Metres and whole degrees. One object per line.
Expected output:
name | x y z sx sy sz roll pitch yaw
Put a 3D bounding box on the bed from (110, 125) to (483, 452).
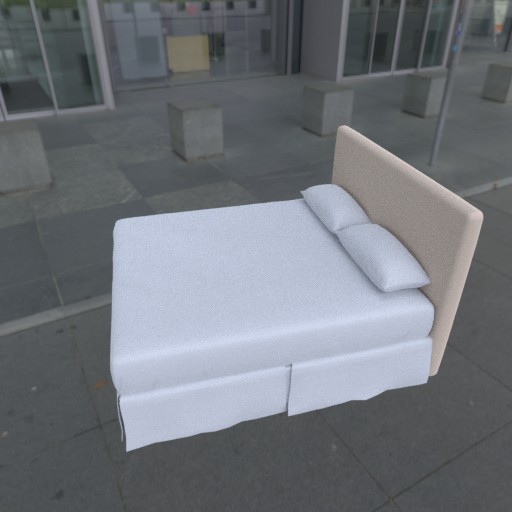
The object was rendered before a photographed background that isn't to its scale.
bed | 0.000 0.000 3.264 2.142 1.330 1.884 -8 32 -12
